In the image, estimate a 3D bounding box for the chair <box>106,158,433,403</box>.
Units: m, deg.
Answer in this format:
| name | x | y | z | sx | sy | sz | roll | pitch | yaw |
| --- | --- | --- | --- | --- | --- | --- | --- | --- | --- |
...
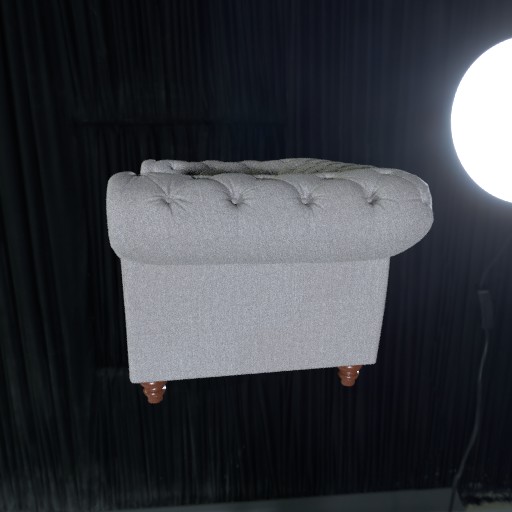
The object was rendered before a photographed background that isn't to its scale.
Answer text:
| name | x | y | z | sx | sy | sz | roll | pitch | yaw |
| --- | --- | --- | --- | --- | --- | --- | --- | --- | --- |
| chair | 0.000 | 0.000 | 1.857 | 0.976 | 0.770 | 1.270 | -2 | 15 | -9 |
